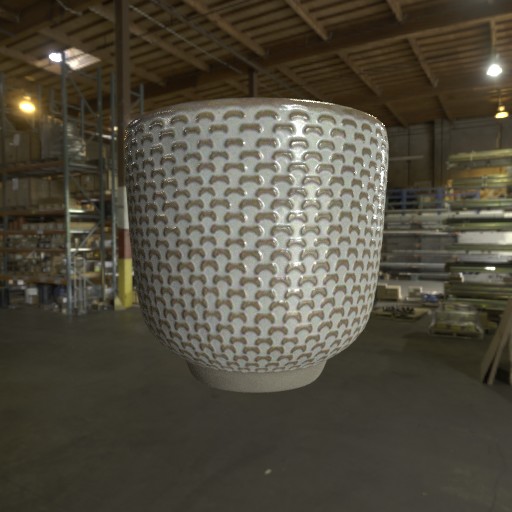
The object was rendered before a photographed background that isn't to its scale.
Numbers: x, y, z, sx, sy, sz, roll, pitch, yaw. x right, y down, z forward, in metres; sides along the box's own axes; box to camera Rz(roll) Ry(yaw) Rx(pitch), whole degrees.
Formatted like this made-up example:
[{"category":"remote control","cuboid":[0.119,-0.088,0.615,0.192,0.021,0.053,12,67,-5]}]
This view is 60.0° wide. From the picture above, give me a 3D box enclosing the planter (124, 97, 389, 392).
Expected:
[{"category":"planter","cuboid":[0.000,0.000,0.244,0.139,0.130,0.139,0,2,0]}]
